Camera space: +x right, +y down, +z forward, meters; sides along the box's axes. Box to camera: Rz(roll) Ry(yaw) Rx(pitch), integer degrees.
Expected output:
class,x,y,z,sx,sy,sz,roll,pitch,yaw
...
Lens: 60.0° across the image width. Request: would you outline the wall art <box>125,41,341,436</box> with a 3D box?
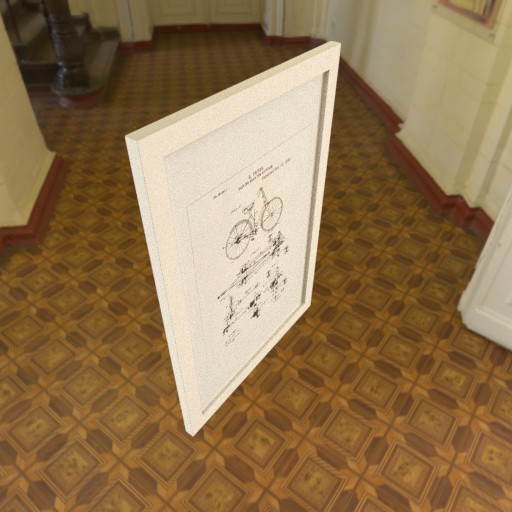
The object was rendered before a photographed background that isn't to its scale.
class,x,y,z,sx,sy,sz,roll,pitch,yaw
wall art,0.000,0.000,0.609,0.015,0.477,0.332,26,47,27
